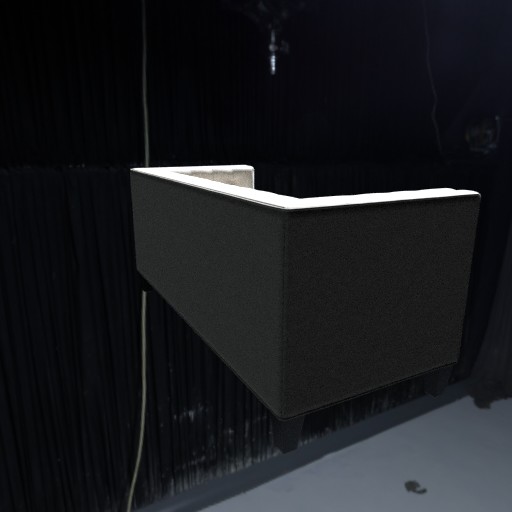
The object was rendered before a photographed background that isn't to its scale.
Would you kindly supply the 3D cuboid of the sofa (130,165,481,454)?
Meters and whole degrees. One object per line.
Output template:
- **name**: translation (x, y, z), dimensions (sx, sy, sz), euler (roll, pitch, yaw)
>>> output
- **sofa**: translation (0.000, 0.000, 2.154), dimensions (0.775, 0.762, 1.778), euler (-8, 17, -27)
